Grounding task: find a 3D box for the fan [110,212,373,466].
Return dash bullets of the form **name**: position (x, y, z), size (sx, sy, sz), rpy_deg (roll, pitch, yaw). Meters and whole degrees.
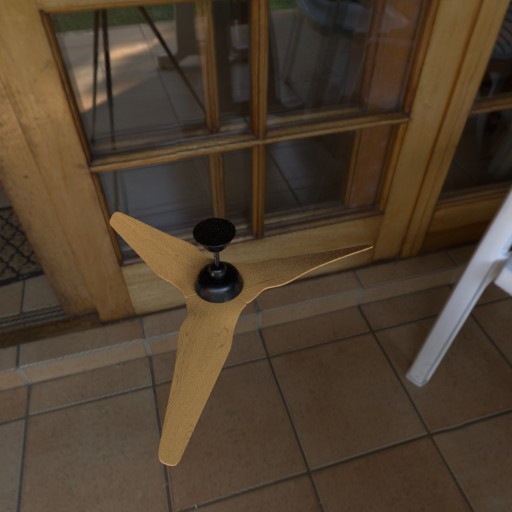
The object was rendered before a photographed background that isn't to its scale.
- **fan**: position (0.000, 0.000, 1.647), size (1.010, 0.355, 1.142), rpy_deg (-16, 47, -15)
